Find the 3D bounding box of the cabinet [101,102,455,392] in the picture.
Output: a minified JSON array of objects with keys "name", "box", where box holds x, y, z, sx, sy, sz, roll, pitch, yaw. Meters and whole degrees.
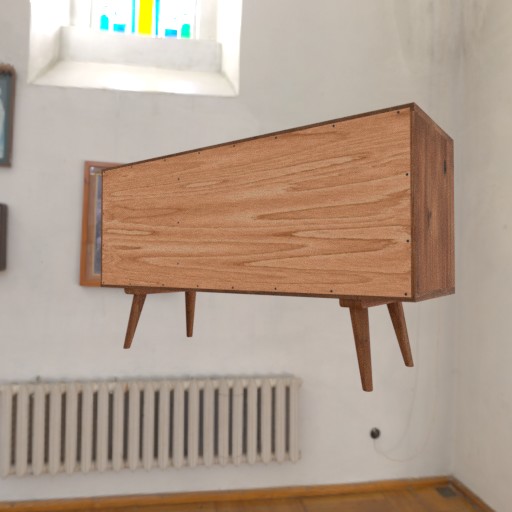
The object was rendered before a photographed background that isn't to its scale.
[{"name":"cabinet","box":[0.000,0.000,1.782,1.400,0.800,0.472,-1,-1,36]}]
